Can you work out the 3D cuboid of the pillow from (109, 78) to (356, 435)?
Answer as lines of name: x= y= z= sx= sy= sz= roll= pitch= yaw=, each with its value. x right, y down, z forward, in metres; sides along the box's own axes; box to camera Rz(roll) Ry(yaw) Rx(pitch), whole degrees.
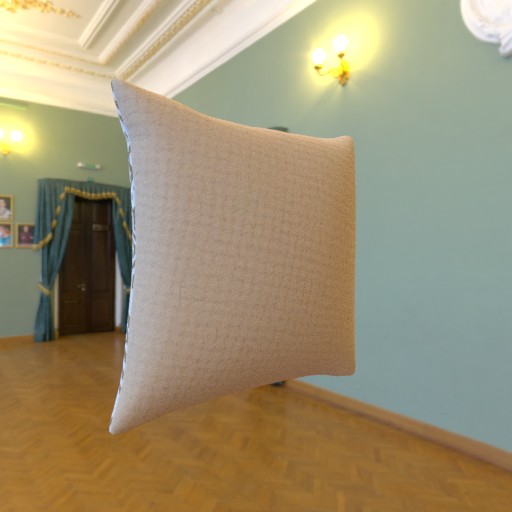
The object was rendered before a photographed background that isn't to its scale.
pillow: x=0.000 y=0.000 z=0.632 sx=0.419 sy=0.407 sz=0.173 roll=0 pitch=0 yaw=-37
